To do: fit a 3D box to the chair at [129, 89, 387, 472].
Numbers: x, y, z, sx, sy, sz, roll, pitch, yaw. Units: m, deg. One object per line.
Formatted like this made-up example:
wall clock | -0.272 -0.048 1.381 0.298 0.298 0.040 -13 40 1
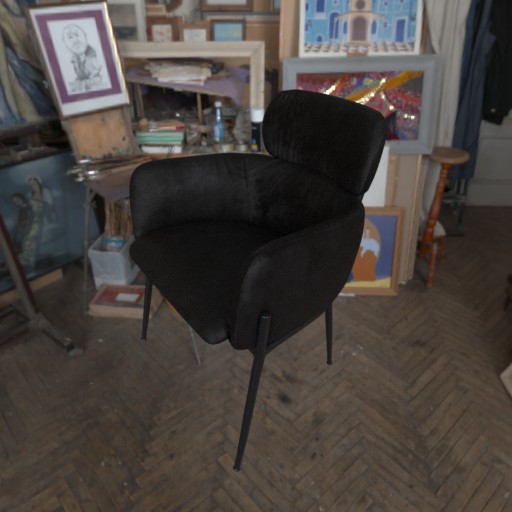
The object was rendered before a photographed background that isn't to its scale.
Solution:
chair | 0.000 0.000 1.293 0.604 0.818 0.640 -21 38 -29
